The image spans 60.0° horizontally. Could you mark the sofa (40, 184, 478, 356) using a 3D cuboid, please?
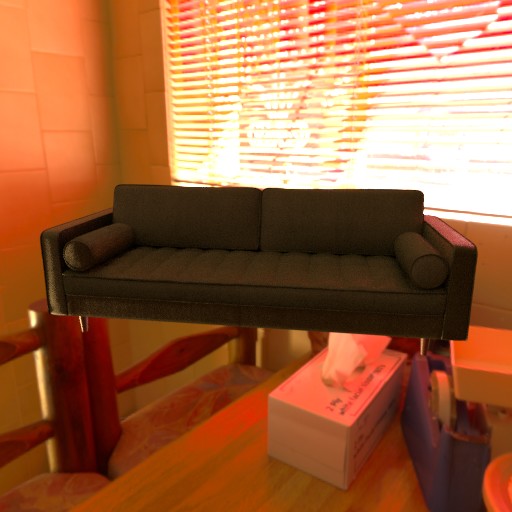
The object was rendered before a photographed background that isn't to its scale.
[{"bbox_3d":[0.000,0.000,2.627,2.199,0.769,0.918,2,15,8],"label":"sofa"}]
